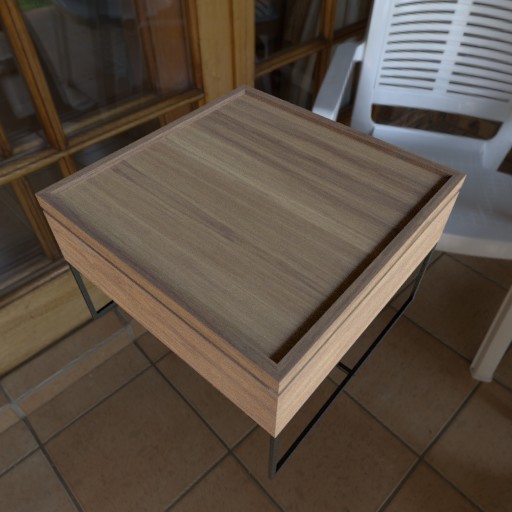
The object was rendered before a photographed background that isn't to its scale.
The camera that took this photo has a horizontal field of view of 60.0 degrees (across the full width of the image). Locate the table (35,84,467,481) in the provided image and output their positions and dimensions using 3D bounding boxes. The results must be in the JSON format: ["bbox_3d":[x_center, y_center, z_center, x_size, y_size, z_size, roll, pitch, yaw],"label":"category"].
[{"bbox_3d":[0.000,0.000,1.148,0.679,0.464,0.676,32,54,27],"label":"table"}]
